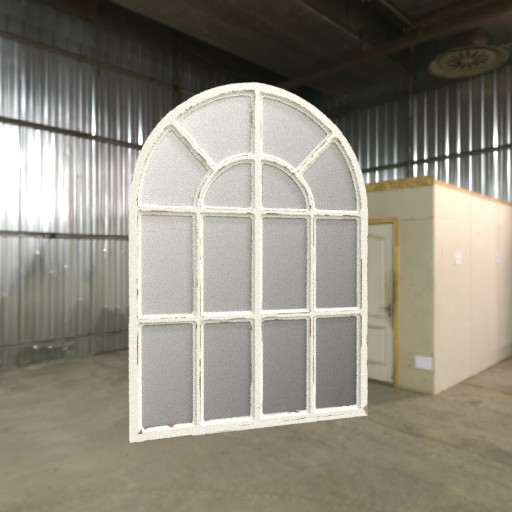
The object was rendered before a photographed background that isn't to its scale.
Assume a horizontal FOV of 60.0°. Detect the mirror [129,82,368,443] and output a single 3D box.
[{"bbox_3d":[0.000,0.000,1.196,0.660,0.920,0.032,0,1,-16],"label":"mirror"}]
